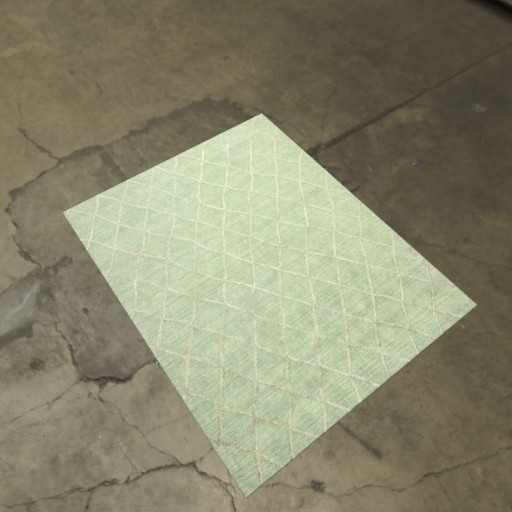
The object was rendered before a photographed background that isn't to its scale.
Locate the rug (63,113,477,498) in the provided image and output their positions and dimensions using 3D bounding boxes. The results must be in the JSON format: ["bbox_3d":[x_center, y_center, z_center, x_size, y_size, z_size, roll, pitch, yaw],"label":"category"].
[{"bbox_3d":[0.000,0.000,4.030,2.420,0.019,3.039,-32,63,-19],"label":"rug"}]
